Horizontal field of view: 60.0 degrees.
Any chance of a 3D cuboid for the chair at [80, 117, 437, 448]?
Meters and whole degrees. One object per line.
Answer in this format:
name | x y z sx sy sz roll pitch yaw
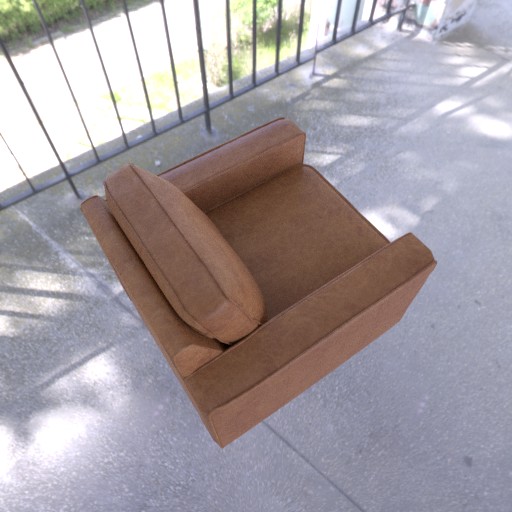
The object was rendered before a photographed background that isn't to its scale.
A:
chair | 0.000 0.000 1.771 1.027 0.901 0.987 -33 63 -19
